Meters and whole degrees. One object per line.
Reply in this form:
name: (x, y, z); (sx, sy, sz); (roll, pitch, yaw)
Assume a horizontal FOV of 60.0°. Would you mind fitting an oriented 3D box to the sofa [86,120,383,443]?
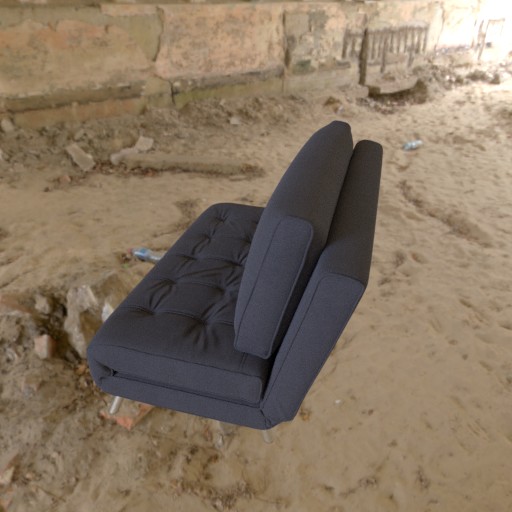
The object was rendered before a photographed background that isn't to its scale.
sofa: (0.000, 0.000, 1.852); (0.910, 0.910, 1.220); (8, 32, 13)
